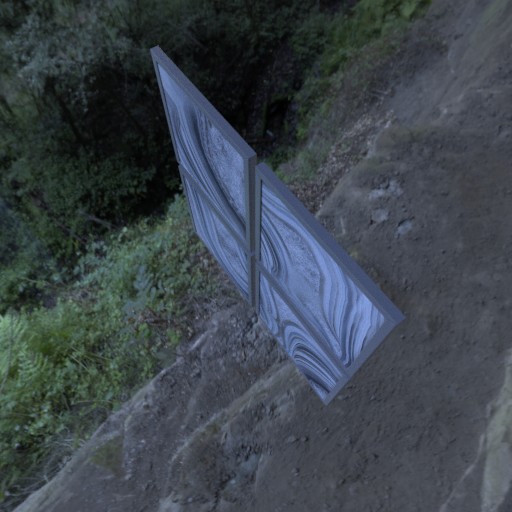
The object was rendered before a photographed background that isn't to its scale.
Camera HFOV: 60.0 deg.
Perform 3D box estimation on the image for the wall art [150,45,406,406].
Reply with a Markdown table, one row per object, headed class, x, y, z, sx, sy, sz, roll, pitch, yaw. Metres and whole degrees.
| class | x | y | z | sx | sy | sz | roll | pitch | yaw |
| --- | --- | --- | --- | --- | --- | --- | --- | --- | --- |
| wall art | 0.000 | 0.000 | 1.692 | 0.029 | 1.118 | 1.118 | -32 | 67 | -16 |
